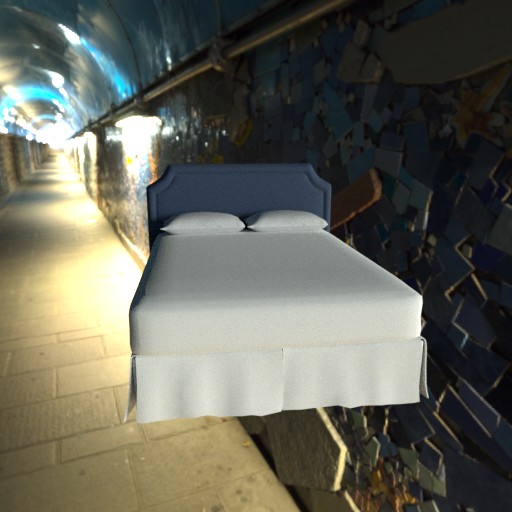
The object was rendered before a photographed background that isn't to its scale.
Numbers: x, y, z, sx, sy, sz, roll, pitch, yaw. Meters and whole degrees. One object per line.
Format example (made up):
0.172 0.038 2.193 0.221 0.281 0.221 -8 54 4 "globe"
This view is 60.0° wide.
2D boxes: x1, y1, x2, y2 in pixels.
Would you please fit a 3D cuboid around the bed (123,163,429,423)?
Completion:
0.000 0.000 3.417 1.831 1.297 2.260 -2 14 -8 "bed"
